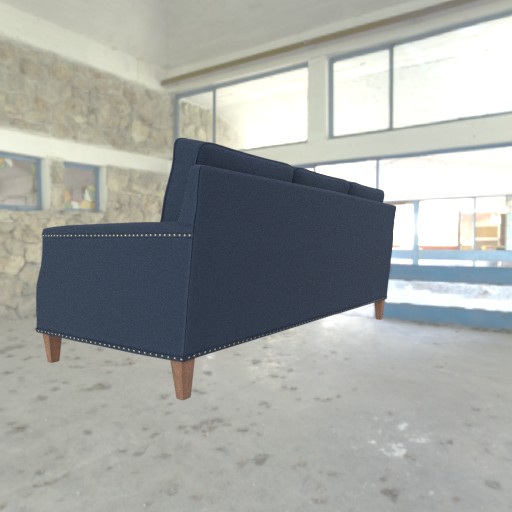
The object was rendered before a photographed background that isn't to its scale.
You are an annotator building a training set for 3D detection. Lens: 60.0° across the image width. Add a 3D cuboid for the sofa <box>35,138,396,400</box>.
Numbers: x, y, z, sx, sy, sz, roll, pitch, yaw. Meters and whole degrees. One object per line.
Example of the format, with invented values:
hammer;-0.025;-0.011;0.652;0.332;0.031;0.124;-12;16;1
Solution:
sofa;0.000;0.000;2.748;1.084;1.003;2.246;1;2;35
